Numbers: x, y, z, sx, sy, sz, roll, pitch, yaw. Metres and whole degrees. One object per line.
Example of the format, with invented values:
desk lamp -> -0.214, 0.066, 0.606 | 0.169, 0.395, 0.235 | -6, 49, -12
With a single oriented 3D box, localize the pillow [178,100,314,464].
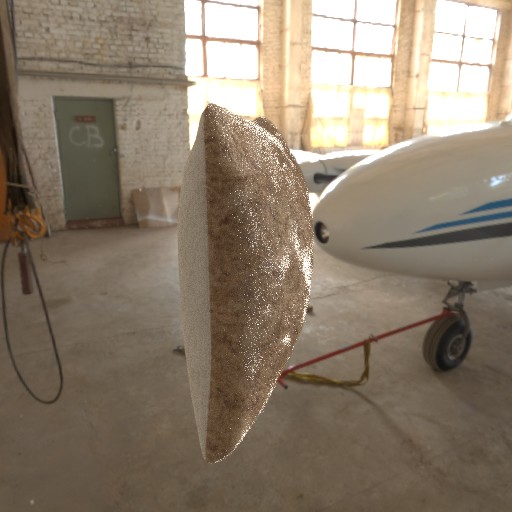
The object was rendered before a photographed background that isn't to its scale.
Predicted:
pillow -> 0.000, 0.000, 0.834 | 0.216, 0.525, 0.538 | 2, 16, 9
